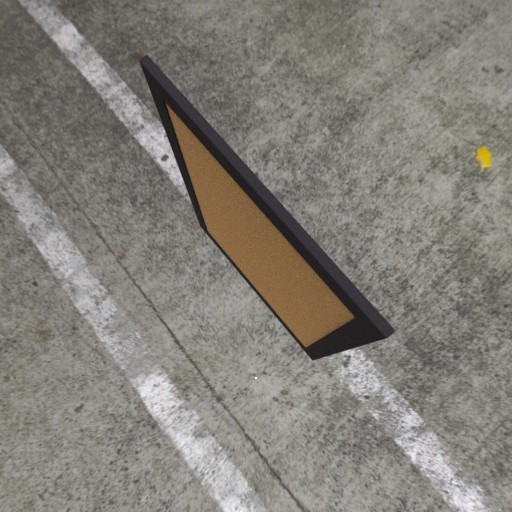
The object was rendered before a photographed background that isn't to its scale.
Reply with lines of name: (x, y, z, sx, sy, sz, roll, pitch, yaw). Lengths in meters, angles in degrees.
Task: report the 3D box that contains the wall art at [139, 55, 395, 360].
wall art: (0.000, 0.000, 0.682, 0.012, 0.529, 0.374, -39, 78, -10)
